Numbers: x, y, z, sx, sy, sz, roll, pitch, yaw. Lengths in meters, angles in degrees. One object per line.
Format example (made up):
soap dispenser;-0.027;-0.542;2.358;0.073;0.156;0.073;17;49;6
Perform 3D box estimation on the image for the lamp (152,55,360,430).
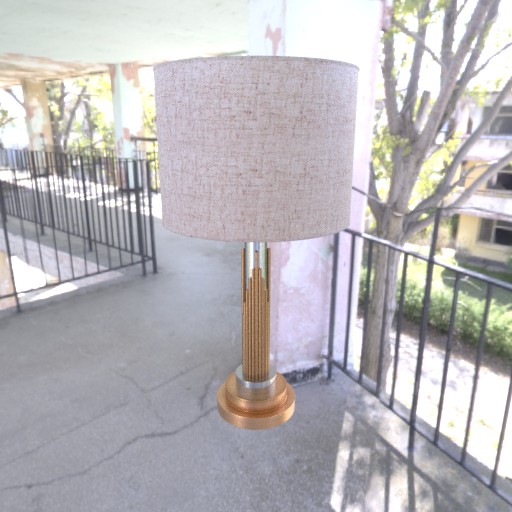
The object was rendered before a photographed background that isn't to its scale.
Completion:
lamp;0.000;0.000;0.788;0.321;0.610;0.321;-8;18;-27
